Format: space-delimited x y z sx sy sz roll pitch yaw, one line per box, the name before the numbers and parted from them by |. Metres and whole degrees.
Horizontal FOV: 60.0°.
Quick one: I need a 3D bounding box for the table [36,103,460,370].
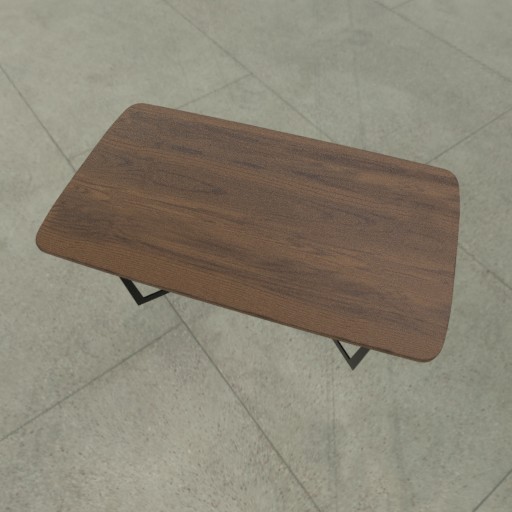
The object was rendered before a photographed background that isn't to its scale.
table | 0.000 0.000 2.187 1.643 0.765 0.949 15 59 9
